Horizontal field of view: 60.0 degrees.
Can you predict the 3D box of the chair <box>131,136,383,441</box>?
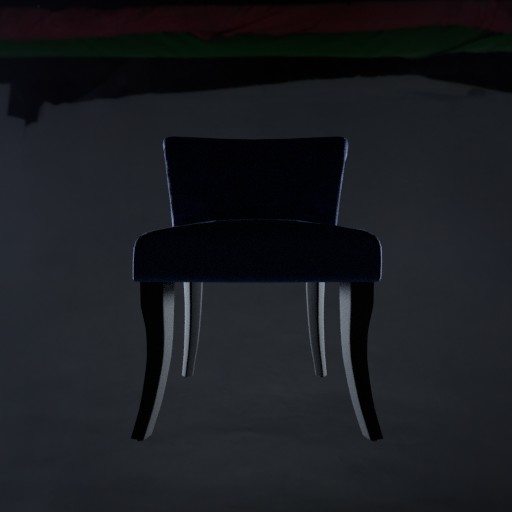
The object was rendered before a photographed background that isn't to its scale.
[{"bbox_3d":[0.000,0.000,1.189,0.585,0.753,0.606,0,0,0],"label":"chair"}]
